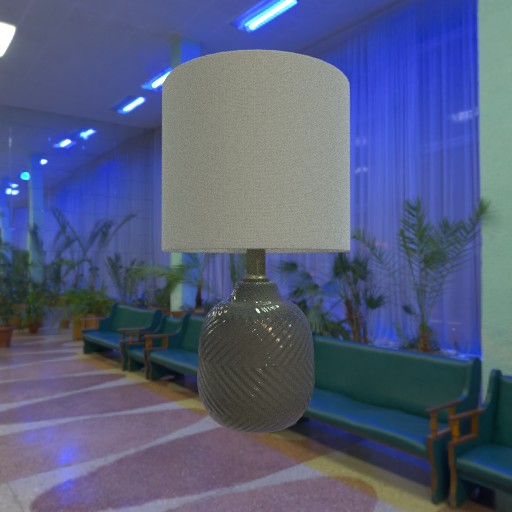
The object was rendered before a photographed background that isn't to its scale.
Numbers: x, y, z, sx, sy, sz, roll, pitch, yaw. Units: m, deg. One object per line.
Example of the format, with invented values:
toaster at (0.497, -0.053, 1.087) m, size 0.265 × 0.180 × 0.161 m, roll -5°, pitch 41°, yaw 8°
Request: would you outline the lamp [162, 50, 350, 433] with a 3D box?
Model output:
lamp at (0.000, 0.000, 0.496) m, size 0.207 × 0.366 × 0.207 m, roll 1°, pitch -1°, yaw -37°
